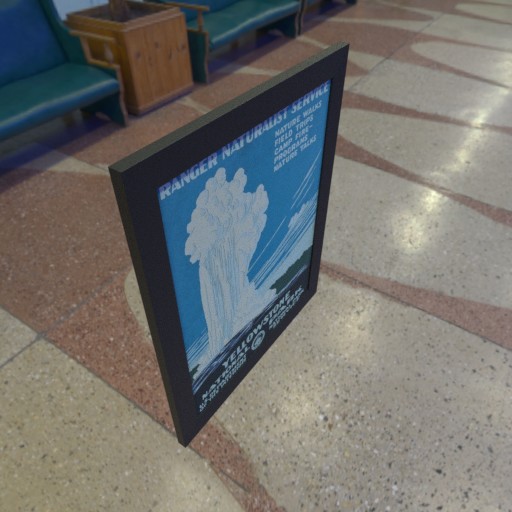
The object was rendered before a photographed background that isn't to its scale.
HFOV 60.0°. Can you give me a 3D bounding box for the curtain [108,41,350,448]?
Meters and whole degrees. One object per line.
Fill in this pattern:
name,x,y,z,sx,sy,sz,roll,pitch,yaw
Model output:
curtain,0.000,0.000,0.772,0.027,0.585,0.483,26,48,26
